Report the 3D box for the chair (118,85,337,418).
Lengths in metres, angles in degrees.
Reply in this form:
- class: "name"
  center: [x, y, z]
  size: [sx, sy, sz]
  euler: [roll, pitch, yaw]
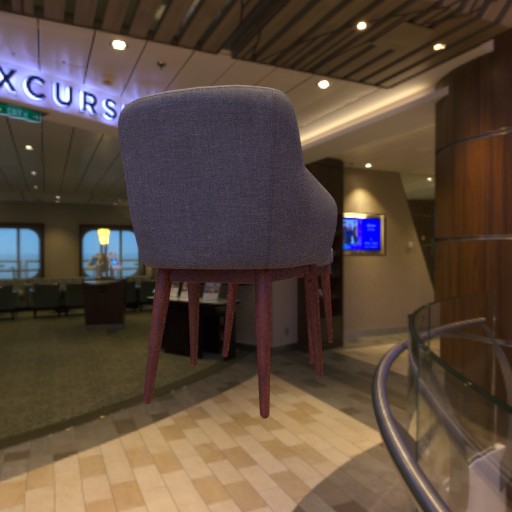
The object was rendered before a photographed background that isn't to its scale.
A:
- class: "chair"
  center: [0.000, 0.000, 1.555]
  size: [0.584, 0.799, 1.107]
  euler: [0, 0, 19]
